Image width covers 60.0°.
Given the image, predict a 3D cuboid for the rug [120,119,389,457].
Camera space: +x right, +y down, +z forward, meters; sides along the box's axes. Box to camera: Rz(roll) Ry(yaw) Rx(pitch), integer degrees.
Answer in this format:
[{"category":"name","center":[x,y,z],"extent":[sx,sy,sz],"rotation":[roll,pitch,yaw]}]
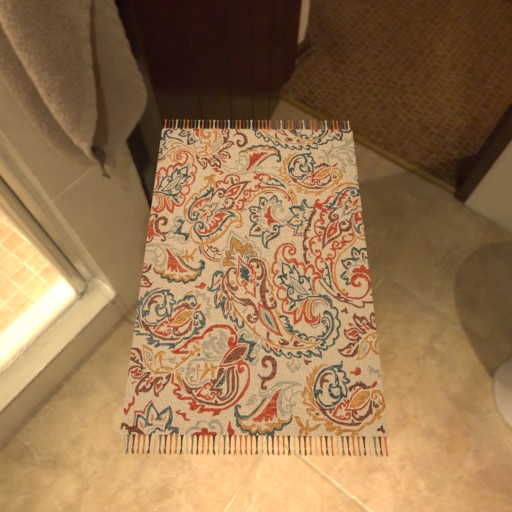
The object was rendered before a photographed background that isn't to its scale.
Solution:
[{"category":"rug","center":[0.000,0.000,2.426],"extent":[1.218,0.010,1.997],"rotation":[0,63,0]}]
